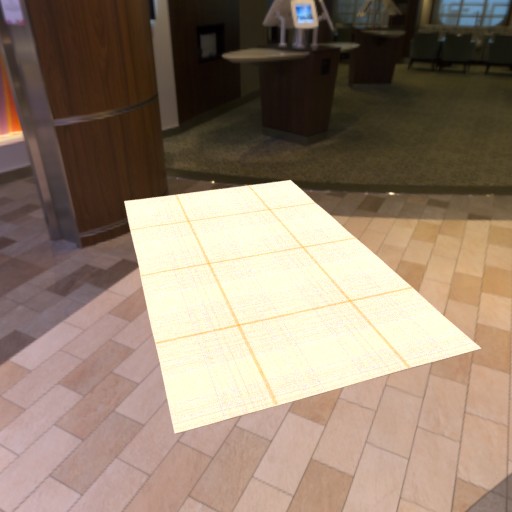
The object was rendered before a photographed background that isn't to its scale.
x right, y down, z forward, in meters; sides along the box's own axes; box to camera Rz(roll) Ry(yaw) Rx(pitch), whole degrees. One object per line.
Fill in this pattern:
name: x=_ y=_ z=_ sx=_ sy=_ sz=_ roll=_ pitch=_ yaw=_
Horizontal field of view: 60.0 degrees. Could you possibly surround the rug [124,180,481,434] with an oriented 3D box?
rug: x=0.000 y=0.000 z=2.977 sx=1.527 sy=0.016 sz=2.442 roll=-10 pitch=32 yaw=-16
